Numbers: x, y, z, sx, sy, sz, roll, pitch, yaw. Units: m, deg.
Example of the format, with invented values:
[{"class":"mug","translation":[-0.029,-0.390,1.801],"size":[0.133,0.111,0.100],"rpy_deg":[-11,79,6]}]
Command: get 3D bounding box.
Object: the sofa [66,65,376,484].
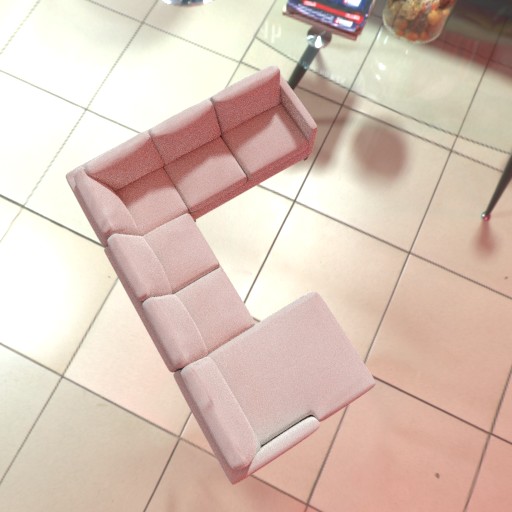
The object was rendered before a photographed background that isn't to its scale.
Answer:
[{"class":"sofa","translation":[0.000,0.000,4.600],"size":[2.593,0.956,3.459],"rpy_deg":[-30,77,-8]}]
